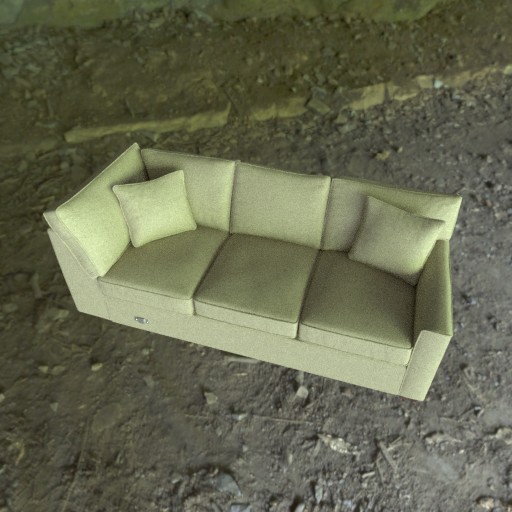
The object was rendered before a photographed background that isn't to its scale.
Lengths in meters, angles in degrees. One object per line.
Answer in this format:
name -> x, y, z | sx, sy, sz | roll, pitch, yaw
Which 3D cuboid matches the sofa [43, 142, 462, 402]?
sofa -> 0.000, 0.000, 2.879 | 2.323, 0.948, 1.053 | 11, 41, 13
